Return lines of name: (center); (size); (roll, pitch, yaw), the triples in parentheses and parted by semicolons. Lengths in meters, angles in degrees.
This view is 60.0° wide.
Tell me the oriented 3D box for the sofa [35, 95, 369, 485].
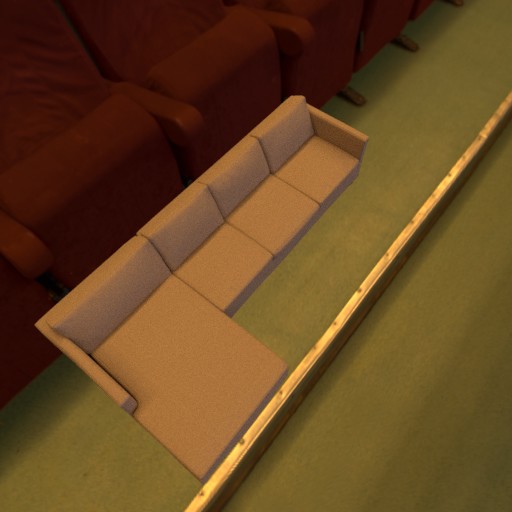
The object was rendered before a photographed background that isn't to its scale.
sofa: (0.000, 0.000, 3.816); (1.625, 0.846, 3.186); (35, 65, 19)
